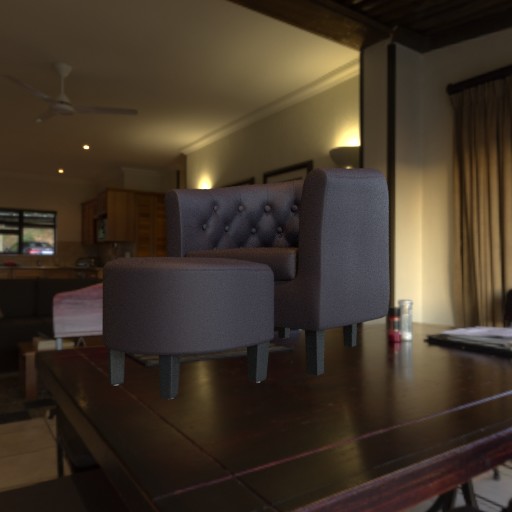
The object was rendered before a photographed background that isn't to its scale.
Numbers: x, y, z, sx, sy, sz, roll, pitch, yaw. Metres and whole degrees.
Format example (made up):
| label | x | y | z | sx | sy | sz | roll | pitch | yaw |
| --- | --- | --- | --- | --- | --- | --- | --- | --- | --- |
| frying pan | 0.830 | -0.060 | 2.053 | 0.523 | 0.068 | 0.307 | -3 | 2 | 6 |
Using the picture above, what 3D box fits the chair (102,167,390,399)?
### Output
| label | x | y | z | sx | sy | sz | roll | pitch | yaw |
| --- | --- | --- | --- | --- | --- | --- | --- | --- | --- |
| chair | 0.000 | 0.000 | 1.638 | 0.763 | 0.760 | 1.191 | -1 | -1 | 37 |
